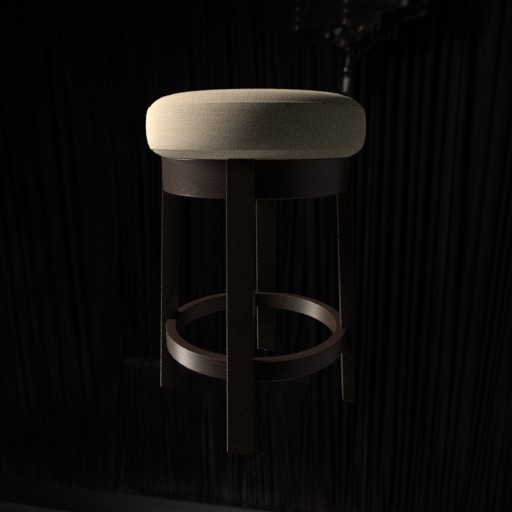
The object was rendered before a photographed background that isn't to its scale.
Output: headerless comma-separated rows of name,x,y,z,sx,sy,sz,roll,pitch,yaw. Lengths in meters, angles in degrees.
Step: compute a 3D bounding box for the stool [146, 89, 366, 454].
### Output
stool,0.000,0.000,0.958,0.449,0.655,0.449,0,15,0
